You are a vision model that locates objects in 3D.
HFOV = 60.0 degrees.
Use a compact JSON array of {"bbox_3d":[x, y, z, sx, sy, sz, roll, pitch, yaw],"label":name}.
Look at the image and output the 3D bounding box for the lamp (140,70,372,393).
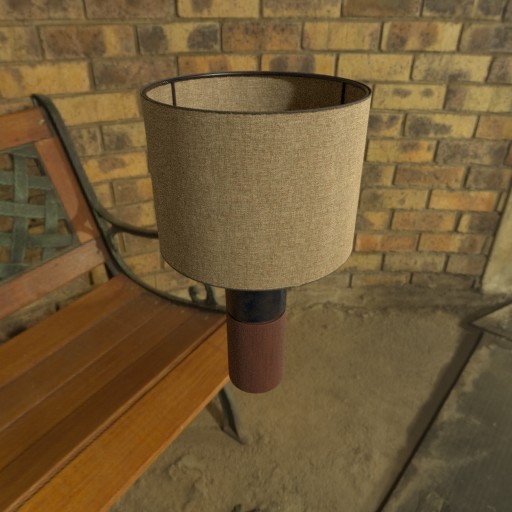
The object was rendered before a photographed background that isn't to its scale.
[{"bbox_3d":[0.000,0.000,0.483,0.202,0.350,0.202,0,30,0],"label":"lamp"}]
